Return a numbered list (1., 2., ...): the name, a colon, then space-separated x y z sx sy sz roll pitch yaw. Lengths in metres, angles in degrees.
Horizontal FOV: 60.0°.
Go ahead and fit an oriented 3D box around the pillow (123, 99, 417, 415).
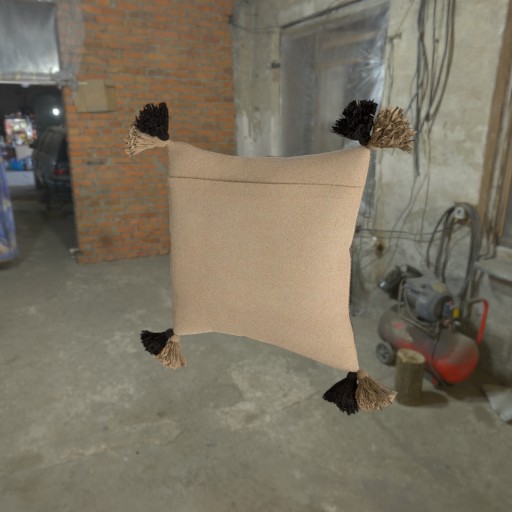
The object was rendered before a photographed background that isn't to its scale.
1. pillow: 0.000 0.000 0.983 0.654 0.659 0.170 8 18 26
